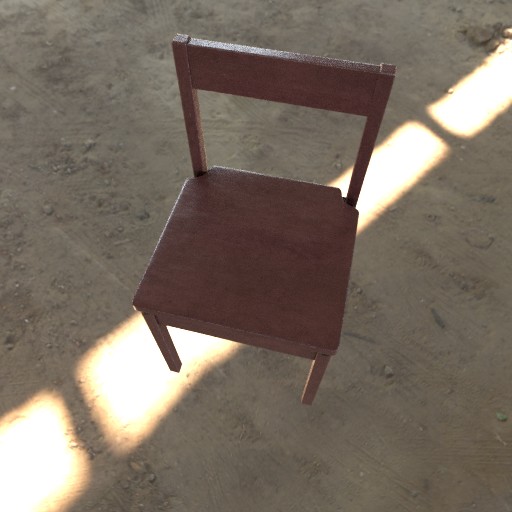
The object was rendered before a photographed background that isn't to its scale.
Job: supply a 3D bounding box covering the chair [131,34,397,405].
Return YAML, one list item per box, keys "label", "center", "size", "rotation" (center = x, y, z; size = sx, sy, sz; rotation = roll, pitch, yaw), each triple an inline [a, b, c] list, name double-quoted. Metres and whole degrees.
- label: "chair"
  center: [0.000, 0.000, 0.884]
  size: [0.367, 0.668, 0.361]
  rotation: [12, 58, 7]
